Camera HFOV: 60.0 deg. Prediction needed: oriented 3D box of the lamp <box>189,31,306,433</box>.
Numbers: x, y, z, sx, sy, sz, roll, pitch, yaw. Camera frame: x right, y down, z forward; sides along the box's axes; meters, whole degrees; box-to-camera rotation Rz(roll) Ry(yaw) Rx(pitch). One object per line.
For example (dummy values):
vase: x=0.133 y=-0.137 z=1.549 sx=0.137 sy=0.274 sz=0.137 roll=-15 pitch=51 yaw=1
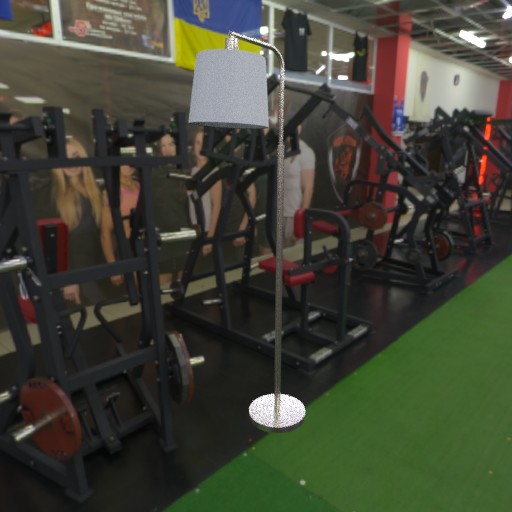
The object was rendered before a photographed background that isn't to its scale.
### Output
lamp: x=0.000 y=0.000 z=1.636 sx=0.254 sy=1.478 sz=0.508 roll=14 pitch=21 yaw=42
